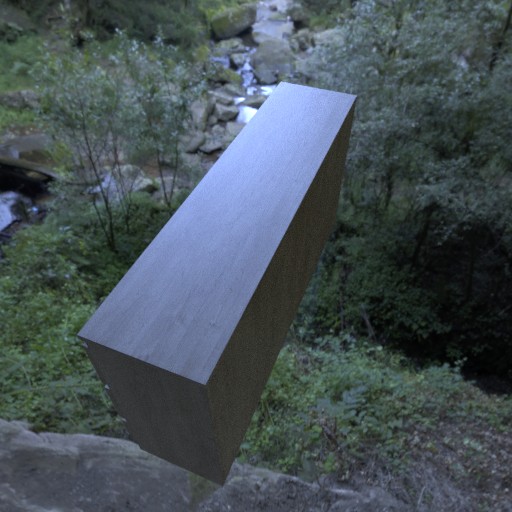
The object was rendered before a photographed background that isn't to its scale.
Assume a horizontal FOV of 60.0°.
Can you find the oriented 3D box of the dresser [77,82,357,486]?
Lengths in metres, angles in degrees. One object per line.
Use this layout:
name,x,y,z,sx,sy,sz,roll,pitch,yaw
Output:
dresser,0.000,0.000,1.918,0.390,0.795,1.590,16,49,15
